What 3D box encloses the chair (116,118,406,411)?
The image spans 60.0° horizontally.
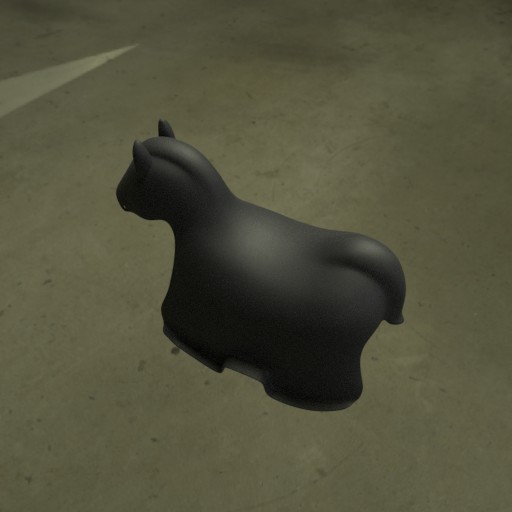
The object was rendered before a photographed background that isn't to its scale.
[{"bbox_3d":[0.000,0.000,1.160,0.800,0.612,0.429,18,50,16],"label":"chair"}]
